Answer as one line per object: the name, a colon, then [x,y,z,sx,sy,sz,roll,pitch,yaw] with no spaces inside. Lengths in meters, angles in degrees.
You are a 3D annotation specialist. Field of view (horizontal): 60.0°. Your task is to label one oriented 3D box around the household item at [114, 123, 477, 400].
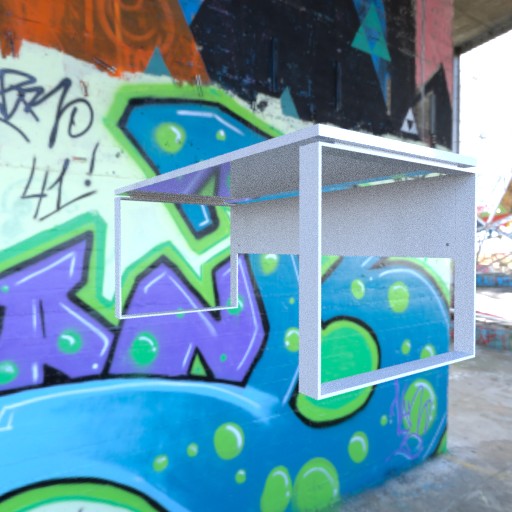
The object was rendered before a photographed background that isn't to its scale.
household item: [0.000,0.000,2.110,0.800,0.745,1.700,-1,2,-35]
